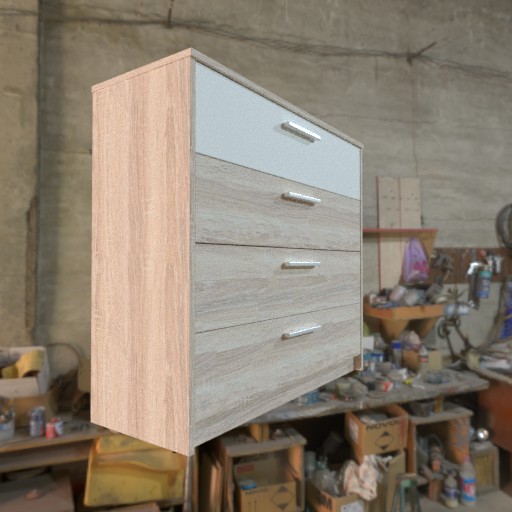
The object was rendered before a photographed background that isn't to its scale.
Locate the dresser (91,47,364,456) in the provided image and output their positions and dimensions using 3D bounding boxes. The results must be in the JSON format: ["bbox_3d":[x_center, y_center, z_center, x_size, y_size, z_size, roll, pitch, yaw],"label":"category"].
[{"bbox_3d":[0.000,0.000,1.467,0.380,0.900,0.980,-1,-1,36],"label":"dresser"}]
